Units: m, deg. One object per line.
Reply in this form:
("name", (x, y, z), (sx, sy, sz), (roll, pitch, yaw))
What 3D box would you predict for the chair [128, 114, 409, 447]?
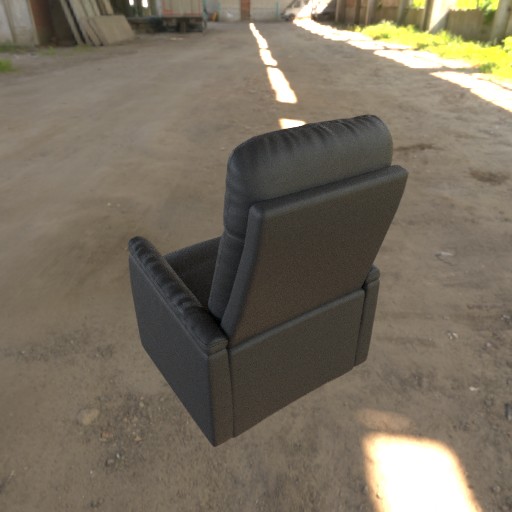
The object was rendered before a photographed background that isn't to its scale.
("chair", (0.000, 0.000, 1.671), (0.775, 1.082, 0.831), (-19, 35, -30))
